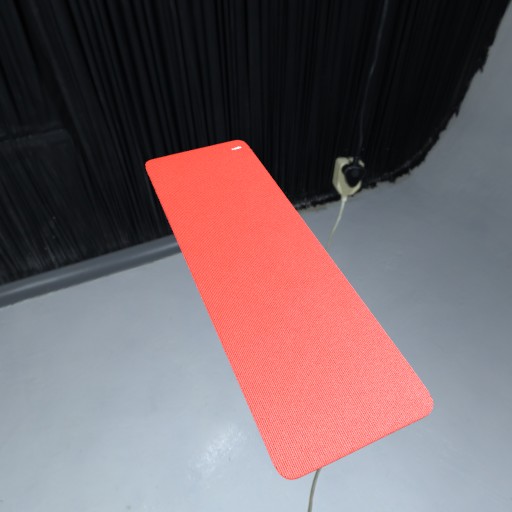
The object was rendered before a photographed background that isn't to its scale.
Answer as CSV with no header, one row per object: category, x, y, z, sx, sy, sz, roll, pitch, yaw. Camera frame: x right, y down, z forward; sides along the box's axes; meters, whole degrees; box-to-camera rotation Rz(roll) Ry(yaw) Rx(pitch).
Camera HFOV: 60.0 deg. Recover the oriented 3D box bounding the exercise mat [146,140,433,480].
exercise mat,0.000,0.000,2.057,0.616,0.021,1.869,-17,50,-15
